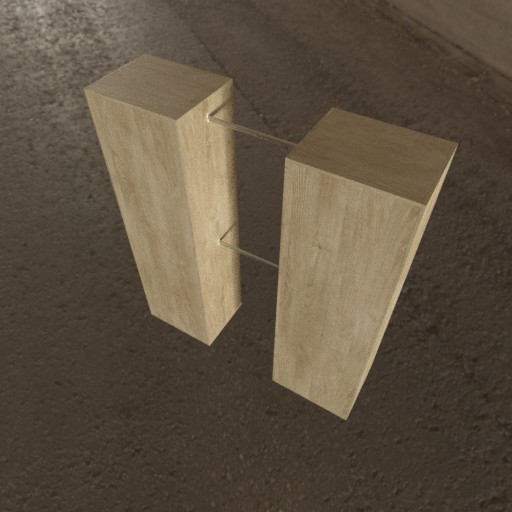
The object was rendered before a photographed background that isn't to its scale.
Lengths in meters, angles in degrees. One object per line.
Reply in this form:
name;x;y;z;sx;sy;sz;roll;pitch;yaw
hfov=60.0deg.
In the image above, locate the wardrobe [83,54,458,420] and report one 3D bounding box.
wardrobe;0.000;0.000;2.839;1.770;2.000;0.480;24;52;20
